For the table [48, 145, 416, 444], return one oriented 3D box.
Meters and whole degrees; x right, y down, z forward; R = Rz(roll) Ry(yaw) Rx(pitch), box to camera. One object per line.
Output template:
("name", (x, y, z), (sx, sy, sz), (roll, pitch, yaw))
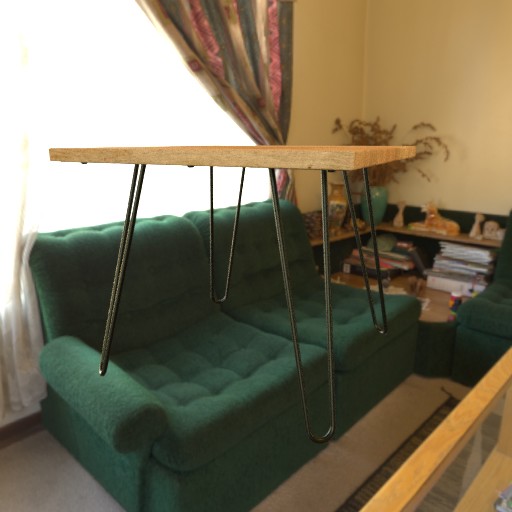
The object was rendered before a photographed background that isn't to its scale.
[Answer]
("table", (0.000, 0.000, 1.046), (0.599, 0.500, 0.599), (7, 16, 26))
